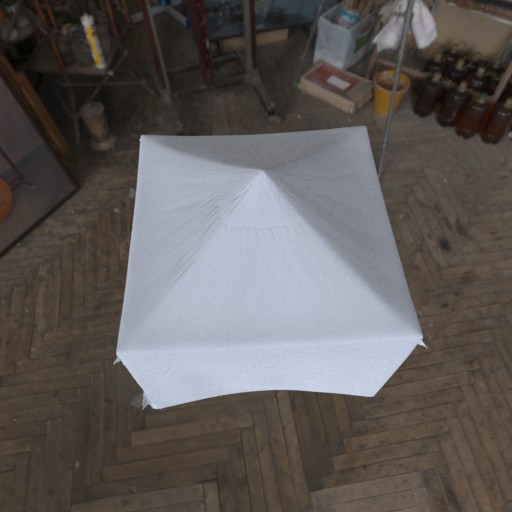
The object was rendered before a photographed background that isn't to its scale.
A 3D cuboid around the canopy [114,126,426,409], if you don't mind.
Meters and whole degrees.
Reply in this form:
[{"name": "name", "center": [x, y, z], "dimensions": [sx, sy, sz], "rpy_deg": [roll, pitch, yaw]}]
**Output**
[{"name": "canopy", "center": [0.000, 0.000, 5.482], "dimensions": [3.121, 2.997, 3.043], "rpy_deg": [-3, 58, -2]}]
